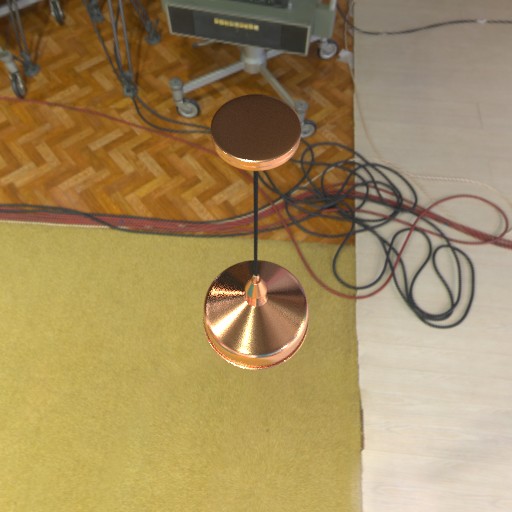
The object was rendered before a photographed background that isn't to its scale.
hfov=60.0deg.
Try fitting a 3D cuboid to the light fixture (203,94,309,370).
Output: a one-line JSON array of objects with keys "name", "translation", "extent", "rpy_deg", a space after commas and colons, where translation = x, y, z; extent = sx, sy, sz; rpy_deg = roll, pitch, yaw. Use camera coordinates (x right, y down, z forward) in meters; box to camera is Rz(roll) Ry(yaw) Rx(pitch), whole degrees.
[{"name": "light fixture", "translation": [0.000, 0.000, 0.934], "extent": [0.301, 0.754, 0.301], "rpy_deg": [-31, 66, -15]}]
